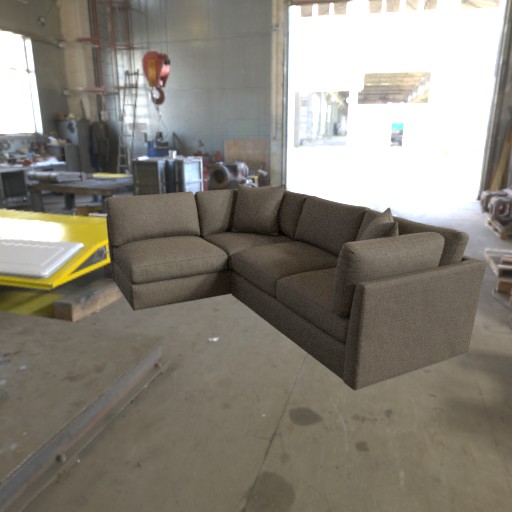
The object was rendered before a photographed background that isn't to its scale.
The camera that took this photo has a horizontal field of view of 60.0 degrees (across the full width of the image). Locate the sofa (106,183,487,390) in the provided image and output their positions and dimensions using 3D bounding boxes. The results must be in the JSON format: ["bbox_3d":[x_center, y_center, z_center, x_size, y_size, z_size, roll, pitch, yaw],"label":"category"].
[{"bbox_3d":[0.000,0.000,3.808,1.994,0.978,2.896,-8,18,-26],"label":"sofa"}]
